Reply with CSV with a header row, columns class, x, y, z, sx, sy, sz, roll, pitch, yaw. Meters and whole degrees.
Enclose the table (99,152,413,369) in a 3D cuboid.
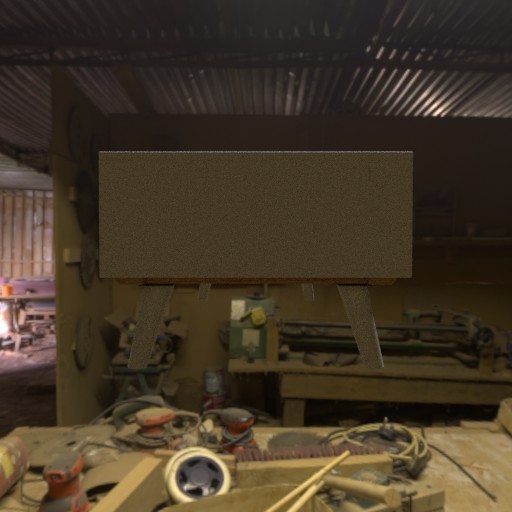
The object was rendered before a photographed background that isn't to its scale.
class,x,y,z,sx,sy,sz,roll,pitch,yaw
table,0.000,0.000,1.459,0.609,0.432,1.194,0,1,0
